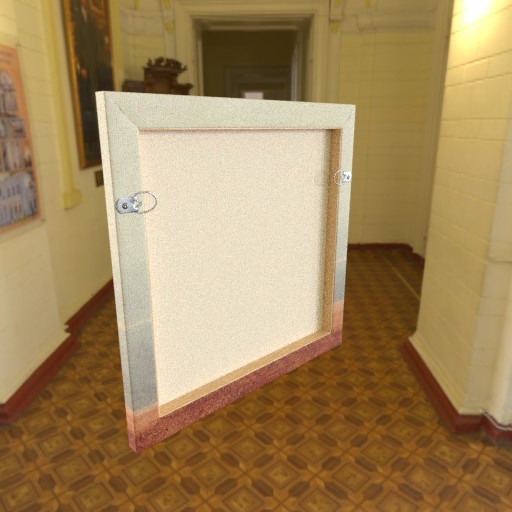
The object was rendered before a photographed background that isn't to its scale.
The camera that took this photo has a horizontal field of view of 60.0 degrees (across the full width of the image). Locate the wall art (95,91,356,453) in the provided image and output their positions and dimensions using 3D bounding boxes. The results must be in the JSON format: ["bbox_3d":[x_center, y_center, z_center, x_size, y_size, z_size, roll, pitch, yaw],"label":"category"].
[{"bbox_3d":[0.000,0.000,0.609,0.405,0.405,0.023,-15,22,-41],"label":"wall art"}]
